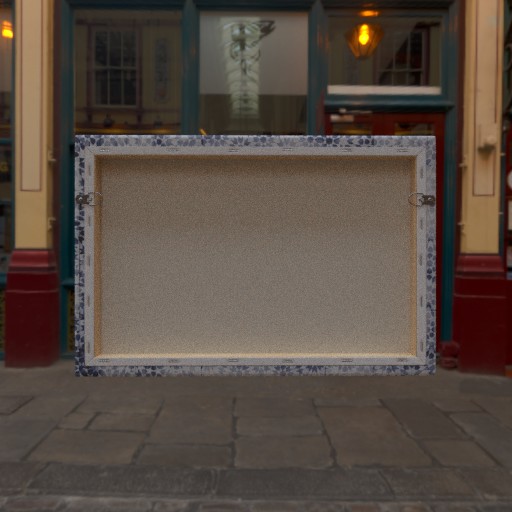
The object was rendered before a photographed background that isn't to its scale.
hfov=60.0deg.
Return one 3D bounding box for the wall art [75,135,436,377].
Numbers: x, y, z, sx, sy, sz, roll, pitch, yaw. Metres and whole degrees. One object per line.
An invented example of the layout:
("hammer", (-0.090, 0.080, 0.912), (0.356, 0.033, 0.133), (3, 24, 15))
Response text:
("wall art", (0.000, 0.000, 0.759), (0.608, 0.406, 0.030), (0, 0, -1))
